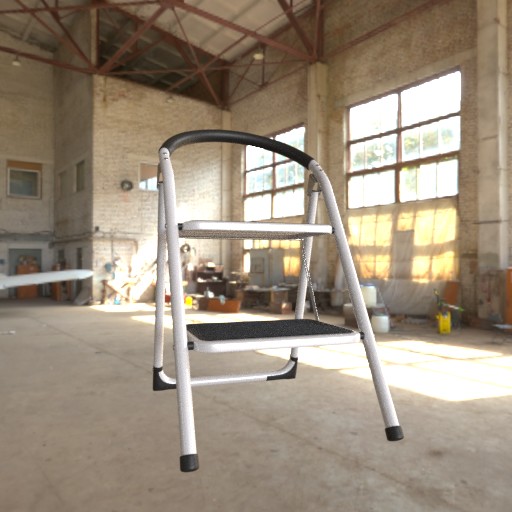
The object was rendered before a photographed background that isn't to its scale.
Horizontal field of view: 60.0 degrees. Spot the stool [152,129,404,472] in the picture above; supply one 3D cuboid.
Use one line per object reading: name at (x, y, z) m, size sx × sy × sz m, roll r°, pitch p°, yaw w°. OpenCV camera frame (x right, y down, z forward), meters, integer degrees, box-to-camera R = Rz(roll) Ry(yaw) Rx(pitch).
stool at (0.000, 0.000, 1.083) m, size 0.453 × 0.760 × 0.559 m, roll 0°, pitch -1°, yaw -19°
